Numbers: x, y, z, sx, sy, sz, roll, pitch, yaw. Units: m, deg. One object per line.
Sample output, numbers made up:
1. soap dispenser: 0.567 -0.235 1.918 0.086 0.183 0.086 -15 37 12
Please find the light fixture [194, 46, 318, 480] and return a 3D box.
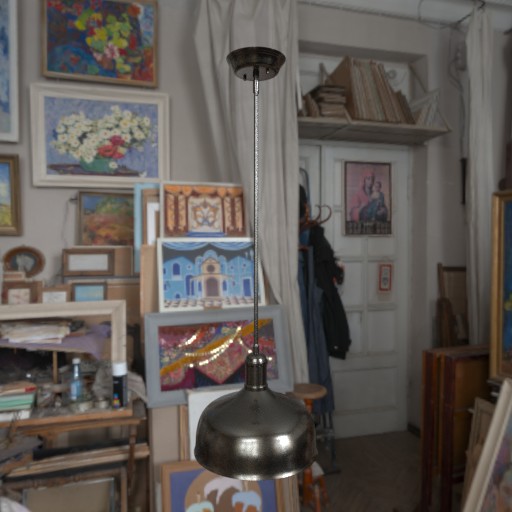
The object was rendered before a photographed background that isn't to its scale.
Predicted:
1. light fixture: 0.000 0.000 1.067 0.299 0.935 0.299 1 2 37
